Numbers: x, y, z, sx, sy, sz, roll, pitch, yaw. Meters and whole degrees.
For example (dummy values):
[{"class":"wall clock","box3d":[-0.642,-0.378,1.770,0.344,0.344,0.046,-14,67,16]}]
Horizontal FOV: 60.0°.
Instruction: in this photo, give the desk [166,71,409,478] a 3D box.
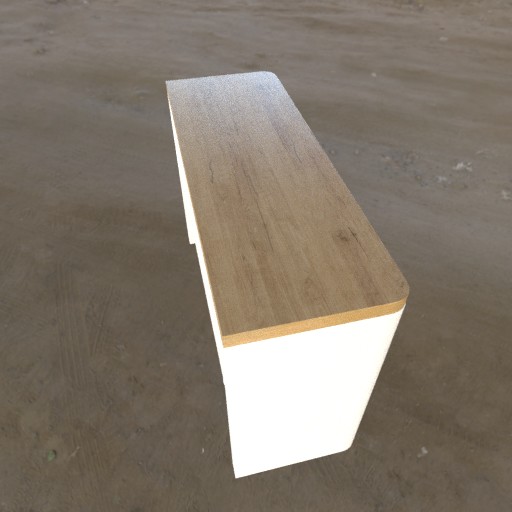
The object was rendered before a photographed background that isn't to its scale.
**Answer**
[{"class":"desk","box3d":[0.000,0.000,1.487,0.390,0.760,1.100,-10,46,-9]}]
